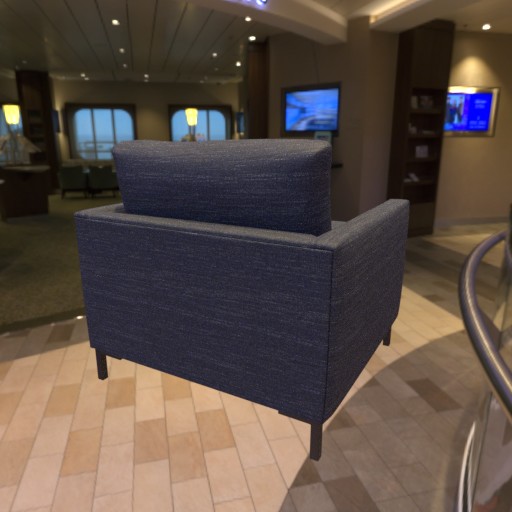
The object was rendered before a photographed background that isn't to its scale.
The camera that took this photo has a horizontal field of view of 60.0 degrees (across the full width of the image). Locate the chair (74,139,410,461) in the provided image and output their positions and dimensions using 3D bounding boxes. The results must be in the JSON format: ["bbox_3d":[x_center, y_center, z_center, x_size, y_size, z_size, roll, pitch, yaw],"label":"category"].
[{"bbox_3d":[0.000,0.000,1.673,0.963,0.861,0.866,9,18,29],"label":"chair"}]
